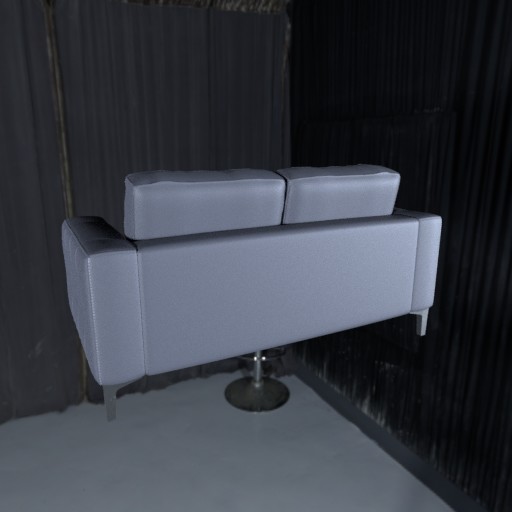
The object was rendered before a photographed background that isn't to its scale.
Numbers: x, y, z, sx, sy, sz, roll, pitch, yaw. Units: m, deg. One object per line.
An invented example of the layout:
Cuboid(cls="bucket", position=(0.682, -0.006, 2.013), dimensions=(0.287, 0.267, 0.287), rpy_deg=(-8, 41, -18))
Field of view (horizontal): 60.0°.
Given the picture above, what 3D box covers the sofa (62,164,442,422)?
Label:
Cuboid(cls="sofa", position=(0.000, 0.000, 2.224), dimensions=(1.726, 0.893, 0.833), rpy_deg=(-8, 16, -27))
